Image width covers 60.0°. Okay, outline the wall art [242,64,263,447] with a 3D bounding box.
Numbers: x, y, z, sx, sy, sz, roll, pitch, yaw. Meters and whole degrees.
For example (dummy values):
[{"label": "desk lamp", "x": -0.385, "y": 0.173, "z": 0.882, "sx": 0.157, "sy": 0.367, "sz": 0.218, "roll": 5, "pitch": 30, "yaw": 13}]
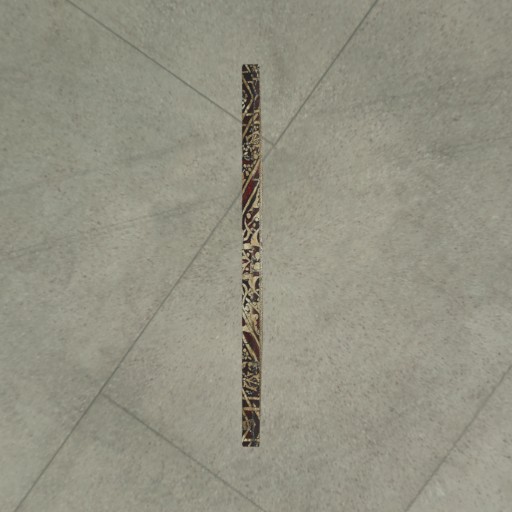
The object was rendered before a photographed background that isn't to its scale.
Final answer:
[{"label": "wall art", "x": 0.000, "y": 0.000, "z": 1.146, "sx": 0.030, "sy": 0.904, "sz": 0.599, "roll": 0, "pitch": 90, "yaw": 1}]
